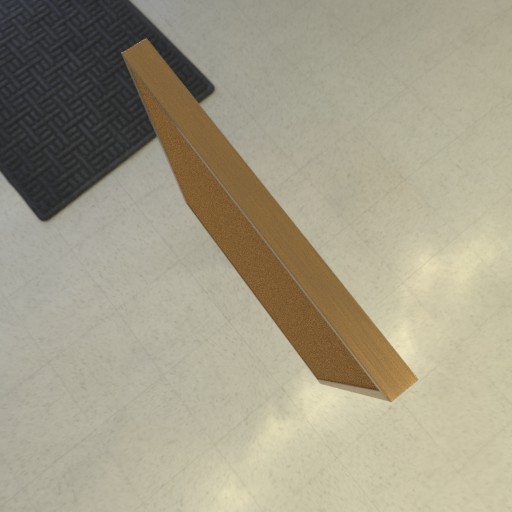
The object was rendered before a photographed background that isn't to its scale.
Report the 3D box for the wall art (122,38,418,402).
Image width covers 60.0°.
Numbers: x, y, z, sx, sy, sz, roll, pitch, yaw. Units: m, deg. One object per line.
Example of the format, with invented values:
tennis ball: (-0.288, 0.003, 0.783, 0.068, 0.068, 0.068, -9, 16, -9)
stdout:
wall art: (0.000, 0.000, 0.740, 0.037, 0.505, 0.505, -36, 79, -8)
